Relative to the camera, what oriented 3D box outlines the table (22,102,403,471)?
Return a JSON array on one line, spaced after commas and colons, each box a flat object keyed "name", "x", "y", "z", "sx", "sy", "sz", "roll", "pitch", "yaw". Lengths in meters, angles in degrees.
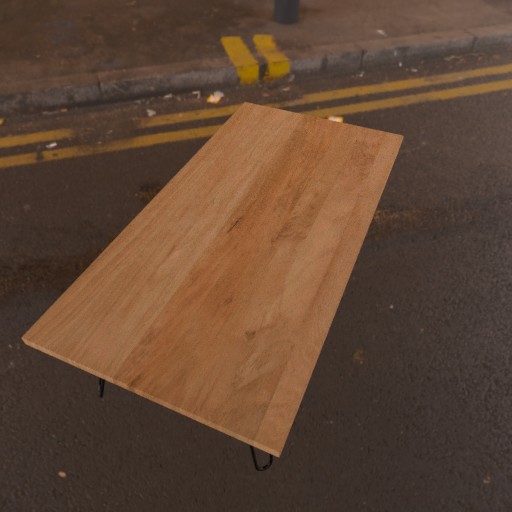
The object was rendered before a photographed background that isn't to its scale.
[{"name": "table", "x": 0.000, "y": 0.000, "z": 1.588, "sx": 0.699, "sy": 0.400, "sz": 1.348, "roll": 18, "pitch": 49, "yaw": 16}]
